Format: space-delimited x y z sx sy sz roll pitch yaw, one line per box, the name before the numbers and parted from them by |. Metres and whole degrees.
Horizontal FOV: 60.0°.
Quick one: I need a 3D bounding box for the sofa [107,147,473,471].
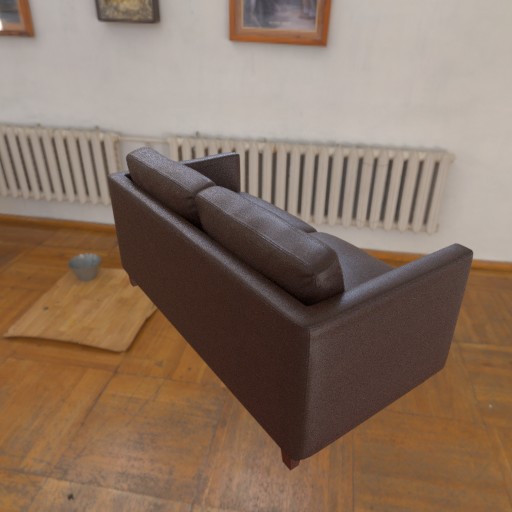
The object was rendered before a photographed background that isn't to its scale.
sofa | 0.000 0.000 2.393 0.951 0.933 1.883 -18 33 -30
